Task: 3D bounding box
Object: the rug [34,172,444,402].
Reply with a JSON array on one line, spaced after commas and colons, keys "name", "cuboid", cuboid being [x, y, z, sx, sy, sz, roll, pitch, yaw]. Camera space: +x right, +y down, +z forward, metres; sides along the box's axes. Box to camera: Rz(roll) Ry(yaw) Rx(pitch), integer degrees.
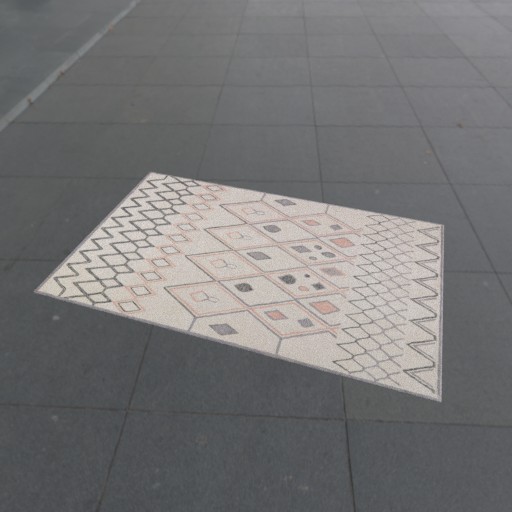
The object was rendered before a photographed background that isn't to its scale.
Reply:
[{"name": "rug", "cuboid": [0.000, 0.000, 3.033, 2.438, 0.015, 1.524, 12, 43, 13]}]
